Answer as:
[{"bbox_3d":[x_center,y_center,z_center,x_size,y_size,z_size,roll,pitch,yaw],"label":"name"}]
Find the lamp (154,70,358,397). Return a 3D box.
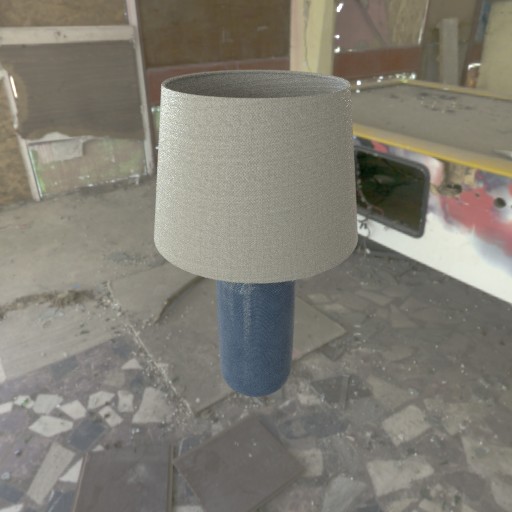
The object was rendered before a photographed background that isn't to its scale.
[{"bbox_3d":[0.000,0.000,0.579,0.253,0.428,0.253,0,29,0],"label":"lamp"}]
